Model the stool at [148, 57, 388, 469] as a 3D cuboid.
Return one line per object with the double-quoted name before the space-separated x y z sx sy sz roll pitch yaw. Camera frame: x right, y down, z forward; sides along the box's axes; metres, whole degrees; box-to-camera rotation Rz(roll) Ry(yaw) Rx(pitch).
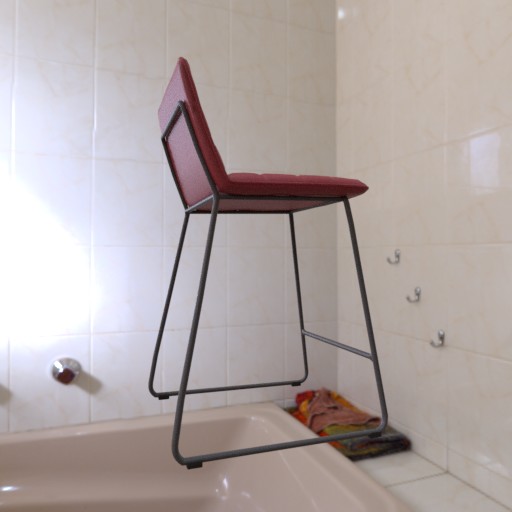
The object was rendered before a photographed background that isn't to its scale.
"stool" 0.000 0.000 1.201 0.524 0.866 0.489 0 0 -19
